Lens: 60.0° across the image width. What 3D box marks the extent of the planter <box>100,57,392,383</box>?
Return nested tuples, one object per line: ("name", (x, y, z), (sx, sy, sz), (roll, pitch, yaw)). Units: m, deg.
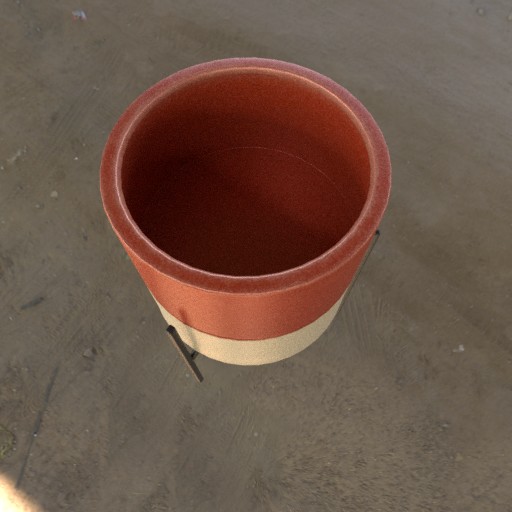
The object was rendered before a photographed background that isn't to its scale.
("planter", (0.000, 0.000, 0.512), (0.251, 0.354, 0.235), (3, 64, 2))
